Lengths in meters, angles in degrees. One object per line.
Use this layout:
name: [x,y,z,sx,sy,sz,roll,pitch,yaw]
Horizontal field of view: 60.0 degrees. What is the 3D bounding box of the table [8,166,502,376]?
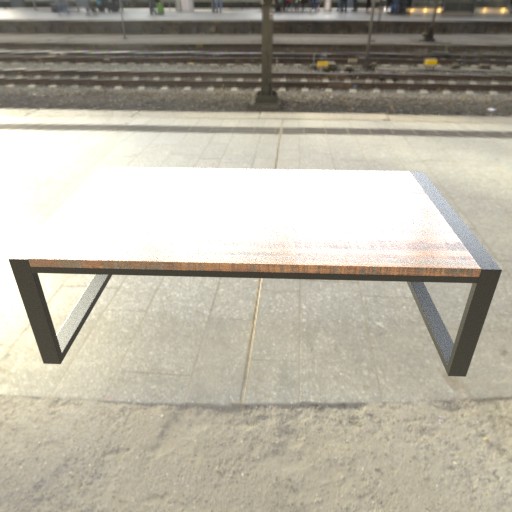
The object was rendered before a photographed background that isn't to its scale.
table: [0.000,0.000,1.633,1.350,0.400,0.750,1,31,2]
